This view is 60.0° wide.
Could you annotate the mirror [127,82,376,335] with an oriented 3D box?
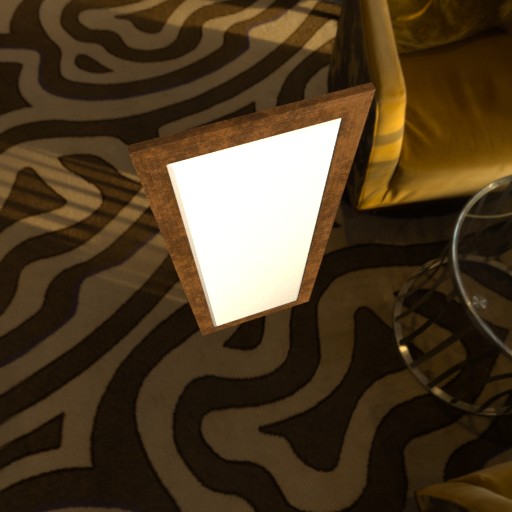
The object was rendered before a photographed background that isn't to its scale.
[{"bbox_3d":[0.000,0.000,2.305,0.812,2.031,0.032,-17,66,-8],"label":"mirror"}]
